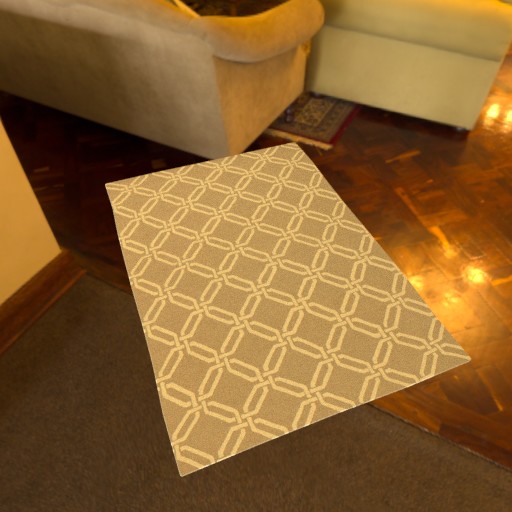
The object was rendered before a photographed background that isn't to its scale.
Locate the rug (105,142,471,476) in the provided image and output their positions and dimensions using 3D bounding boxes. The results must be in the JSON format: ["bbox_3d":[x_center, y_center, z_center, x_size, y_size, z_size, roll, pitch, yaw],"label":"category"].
[{"bbox_3d":[0.000,0.000,2.719,1.524,0.013,2.135,-16,49,-14],"label":"rug"}]
